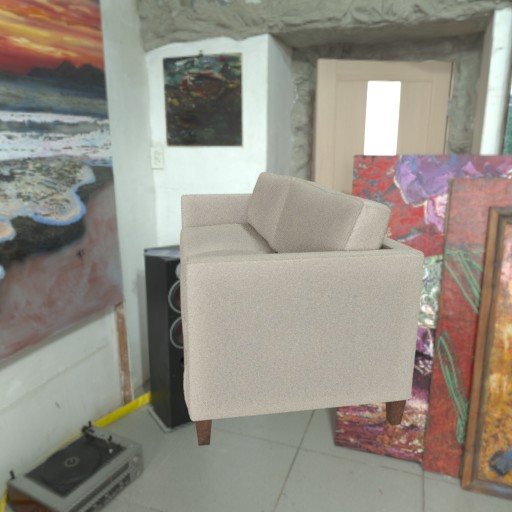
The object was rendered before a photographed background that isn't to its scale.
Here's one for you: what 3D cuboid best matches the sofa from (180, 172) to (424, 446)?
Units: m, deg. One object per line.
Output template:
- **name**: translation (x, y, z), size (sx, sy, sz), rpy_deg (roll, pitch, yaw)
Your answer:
- **sofa**: translation (0.000, 0.000, 2.802), size (0.951, 0.968, 2.361), rpy_deg (-2, 14, -9)
